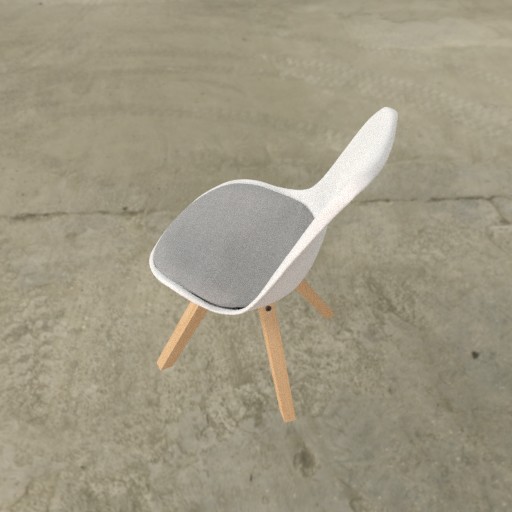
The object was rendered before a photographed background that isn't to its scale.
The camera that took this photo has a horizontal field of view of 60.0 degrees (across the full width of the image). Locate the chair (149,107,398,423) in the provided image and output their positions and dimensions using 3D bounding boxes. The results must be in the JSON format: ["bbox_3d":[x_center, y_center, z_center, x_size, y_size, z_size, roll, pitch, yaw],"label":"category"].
[{"bbox_3d":[0.000,0.000,1.202,0.550,0.850,0.485,18,49,16],"label":"chair"}]
